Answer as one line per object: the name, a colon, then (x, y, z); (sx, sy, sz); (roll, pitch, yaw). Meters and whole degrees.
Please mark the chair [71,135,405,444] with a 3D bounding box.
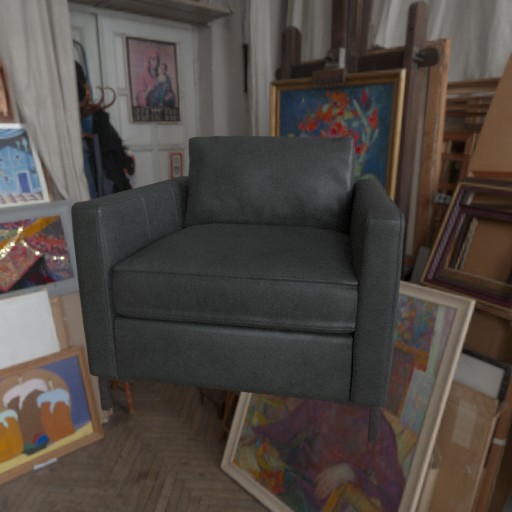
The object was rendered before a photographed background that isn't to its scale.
chair: (0.000, 0.000, 1.505); (0.967, 0.824, 0.861); (3, 16, 10)
